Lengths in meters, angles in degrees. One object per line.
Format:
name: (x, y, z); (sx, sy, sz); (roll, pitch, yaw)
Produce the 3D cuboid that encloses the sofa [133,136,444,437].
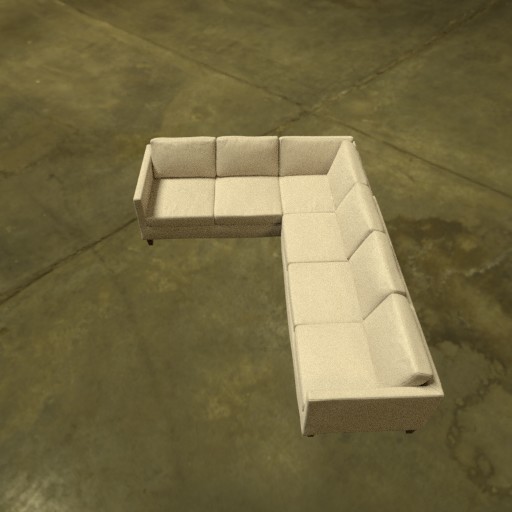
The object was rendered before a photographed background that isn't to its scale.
sofa: (0.000, 0.000, 4.203); (2.432, 0.863, 3.182); (-1, 46, -1)
